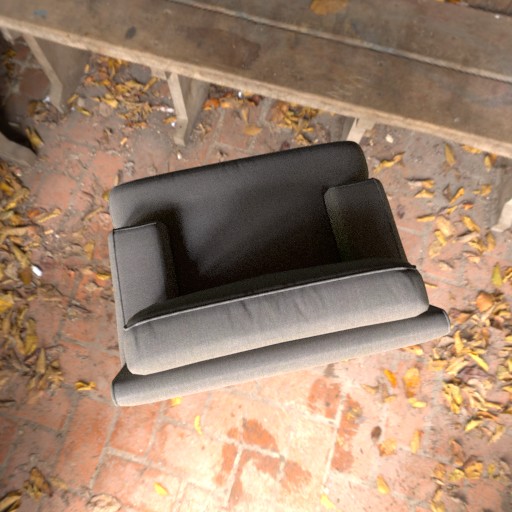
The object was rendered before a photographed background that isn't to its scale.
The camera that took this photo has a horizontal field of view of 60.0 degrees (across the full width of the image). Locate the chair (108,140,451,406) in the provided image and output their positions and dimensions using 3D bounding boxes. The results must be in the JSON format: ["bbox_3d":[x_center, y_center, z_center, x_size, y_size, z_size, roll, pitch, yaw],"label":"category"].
[{"bbox_3d":[0.000,0.000,1.984,1.270,0.974,1.043,-12,75,-3],"label":"chair"}]
